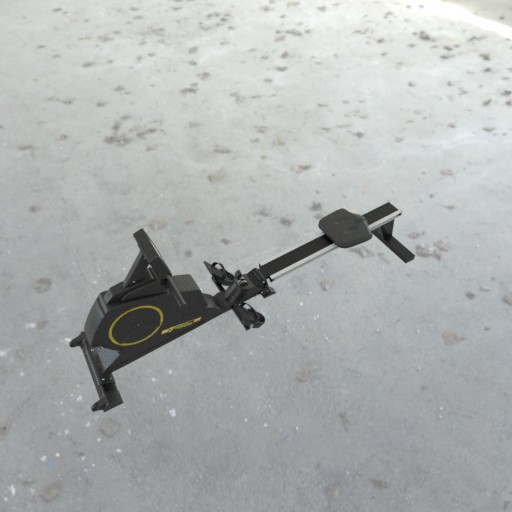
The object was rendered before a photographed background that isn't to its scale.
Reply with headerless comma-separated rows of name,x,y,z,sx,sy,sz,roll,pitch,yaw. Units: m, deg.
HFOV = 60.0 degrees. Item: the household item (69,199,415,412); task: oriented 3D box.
household item,0.000,0.000,2.576,2.251,0.810,0.521,-23,51,-20
